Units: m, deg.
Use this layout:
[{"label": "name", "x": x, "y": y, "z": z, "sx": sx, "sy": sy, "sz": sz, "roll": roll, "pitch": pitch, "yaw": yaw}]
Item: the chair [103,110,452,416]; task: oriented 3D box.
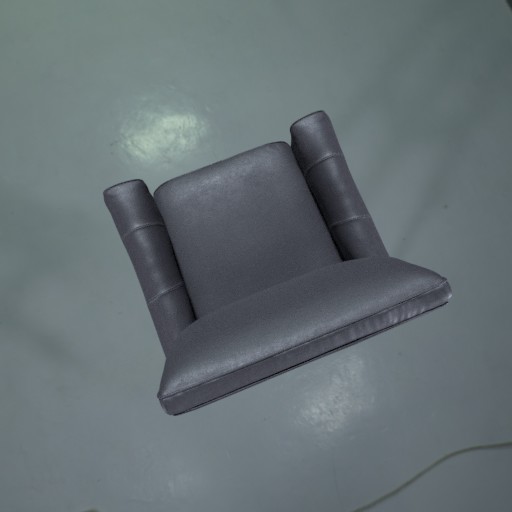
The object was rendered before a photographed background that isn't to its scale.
[{"label": "chair", "x": 0.000, "y": 0.000, "z": 1.662, "sx": 0.870, "sy": 0.943, "sz": 0.825, "roll": -21, "pitch": 78, "yaw": -5}]
